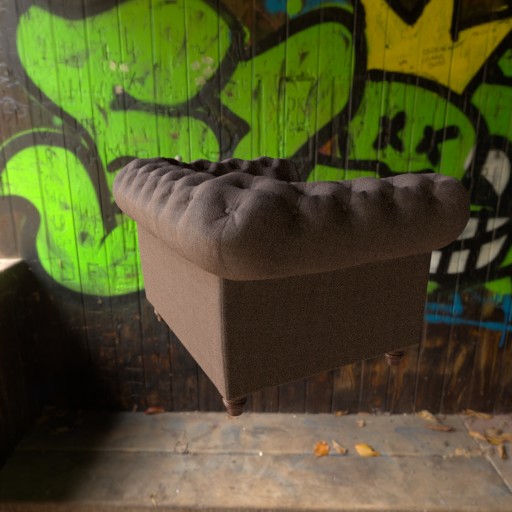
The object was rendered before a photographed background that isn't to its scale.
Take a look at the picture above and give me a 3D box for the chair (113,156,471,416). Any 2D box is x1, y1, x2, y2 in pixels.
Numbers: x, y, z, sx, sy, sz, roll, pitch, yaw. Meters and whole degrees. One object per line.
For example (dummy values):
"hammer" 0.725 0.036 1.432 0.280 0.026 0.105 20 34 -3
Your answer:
"chair" 0.000 0.000 1.848 0.945 0.780 1.298 -8 18 -26
